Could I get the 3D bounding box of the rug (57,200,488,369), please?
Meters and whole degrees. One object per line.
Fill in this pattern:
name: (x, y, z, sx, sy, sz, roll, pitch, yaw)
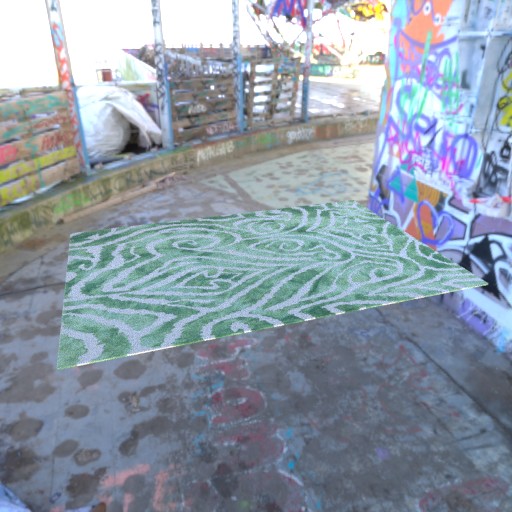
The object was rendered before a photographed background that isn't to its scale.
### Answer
rug: (0.000, 0.000, 2.276, 1.826, 0.006, 1.220, -8, 27, -17)
